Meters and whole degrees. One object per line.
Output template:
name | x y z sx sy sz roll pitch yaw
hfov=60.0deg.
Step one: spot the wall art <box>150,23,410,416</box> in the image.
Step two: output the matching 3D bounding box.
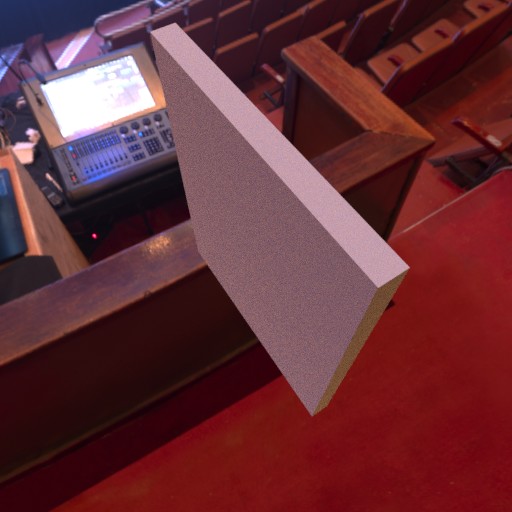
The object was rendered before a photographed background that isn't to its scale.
wall art | 0.000 0.000 0.729 0.039 0.553 0.451 -29 63 -16
